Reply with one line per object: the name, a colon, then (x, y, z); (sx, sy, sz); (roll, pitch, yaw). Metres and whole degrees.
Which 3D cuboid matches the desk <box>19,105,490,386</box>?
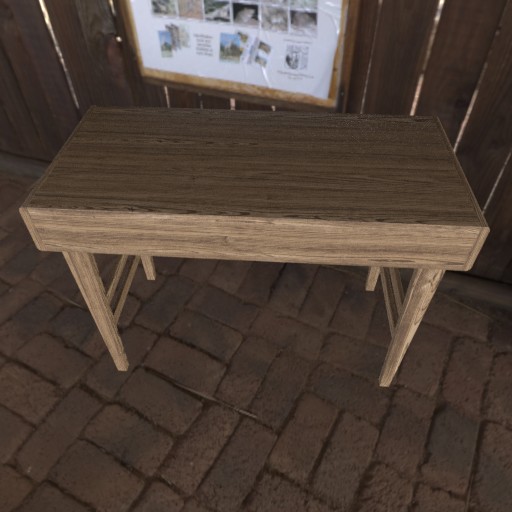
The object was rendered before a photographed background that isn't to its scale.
desk: (0.000, 0.000, 1.441); (1.067, 0.755, 0.508); (3, 45, 3)
